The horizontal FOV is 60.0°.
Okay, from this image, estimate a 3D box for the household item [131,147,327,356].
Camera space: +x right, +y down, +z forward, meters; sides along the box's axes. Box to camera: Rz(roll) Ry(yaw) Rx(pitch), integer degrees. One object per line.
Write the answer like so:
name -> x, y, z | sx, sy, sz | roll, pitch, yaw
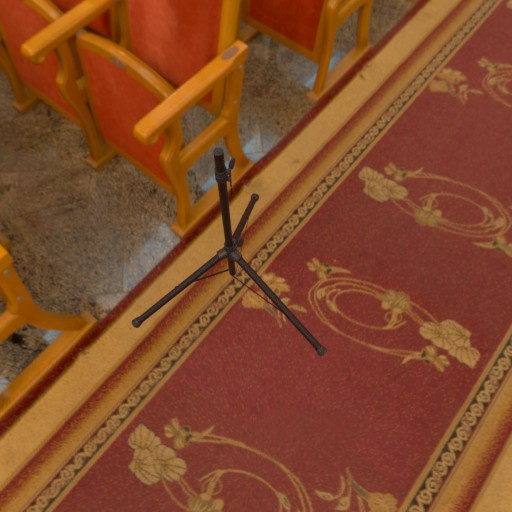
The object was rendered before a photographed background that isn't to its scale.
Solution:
household item -> 0.000, 0.000, 1.891 | 0.907, 1.136, 1.045 | 37, 69, 16
